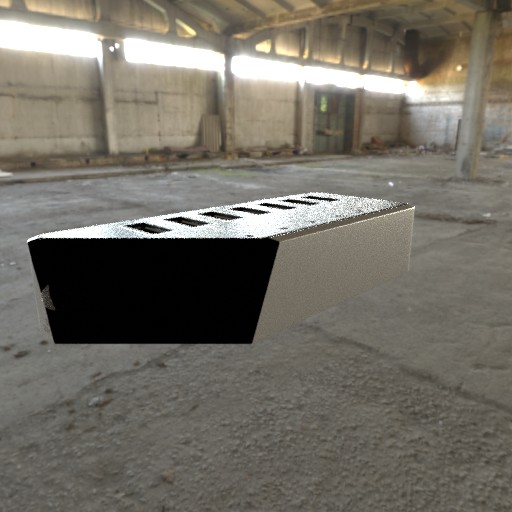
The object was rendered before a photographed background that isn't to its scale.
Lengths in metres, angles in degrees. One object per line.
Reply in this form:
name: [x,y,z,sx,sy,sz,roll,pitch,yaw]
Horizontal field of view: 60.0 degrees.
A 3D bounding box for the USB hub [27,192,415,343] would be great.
USB hub: [0.000,0.000,0.128,0.110,0.023,0.044,-15,22,-43]
